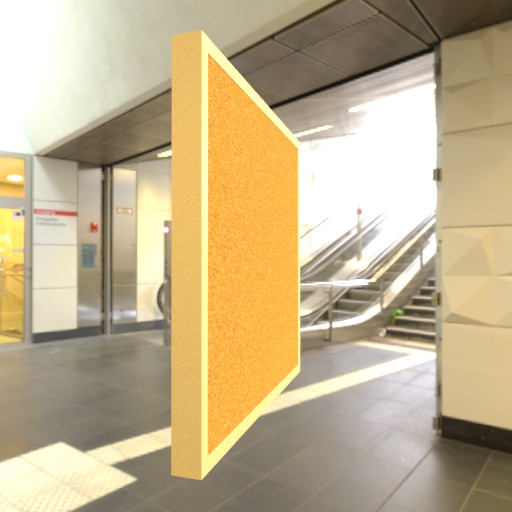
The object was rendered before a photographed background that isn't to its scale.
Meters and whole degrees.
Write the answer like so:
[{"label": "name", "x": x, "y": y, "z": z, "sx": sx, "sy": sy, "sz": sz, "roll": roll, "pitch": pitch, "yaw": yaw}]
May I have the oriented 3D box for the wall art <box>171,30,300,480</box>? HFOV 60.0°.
[{"label": "wall art", "x": 0.000, "y": 0.000, "z": 0.744, "sx": 0.038, "sy": 0.505, "sz": 0.506, "roll": 0, "pitch": 0, "yaw": 18}]
